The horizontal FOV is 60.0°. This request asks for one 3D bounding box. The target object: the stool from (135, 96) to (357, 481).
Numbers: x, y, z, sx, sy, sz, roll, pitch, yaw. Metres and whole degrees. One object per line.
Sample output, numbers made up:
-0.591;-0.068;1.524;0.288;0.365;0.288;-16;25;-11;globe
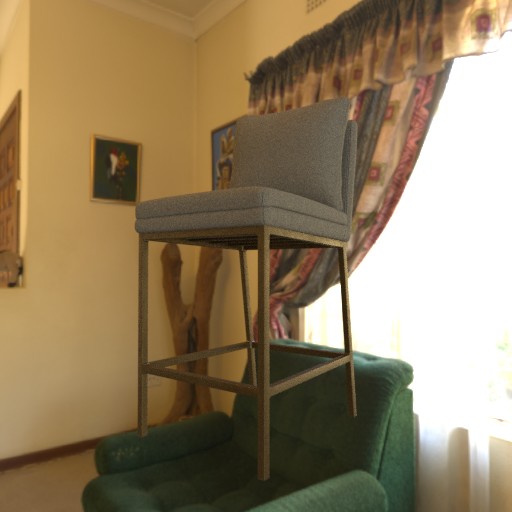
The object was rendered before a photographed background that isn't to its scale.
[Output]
0.000;0.000;1.357;0.463;1.030;0.569;-1;-2;36;stool
